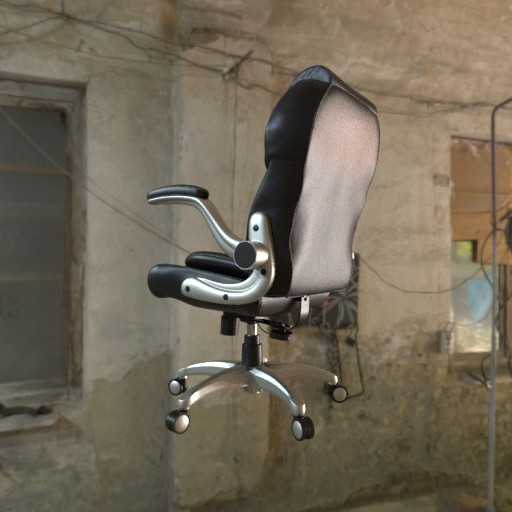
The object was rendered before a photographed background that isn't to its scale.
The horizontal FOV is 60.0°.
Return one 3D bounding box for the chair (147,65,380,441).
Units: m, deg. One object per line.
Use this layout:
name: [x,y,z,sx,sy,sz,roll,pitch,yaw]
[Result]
chair: [0.000,0.000,1.655,0.801,1.141,0.724,0,0,35]
